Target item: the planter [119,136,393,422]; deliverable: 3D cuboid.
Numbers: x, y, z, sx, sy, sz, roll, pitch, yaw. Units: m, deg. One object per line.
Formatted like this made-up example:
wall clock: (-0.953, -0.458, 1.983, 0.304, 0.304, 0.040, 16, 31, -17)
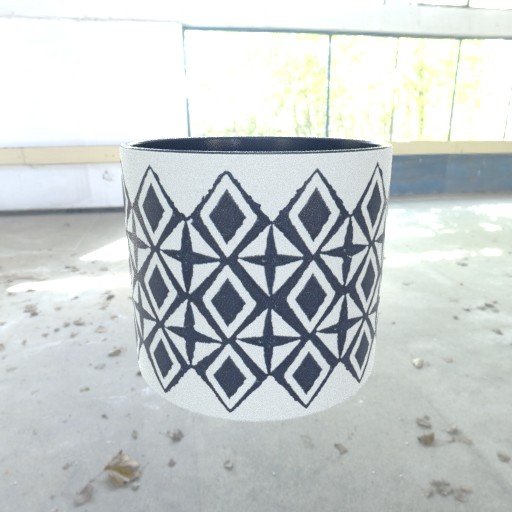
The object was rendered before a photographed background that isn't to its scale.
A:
planter: (0.000, 0.000, 0.406, 0.224, 0.203, 0.224, 0, 18, 0)
